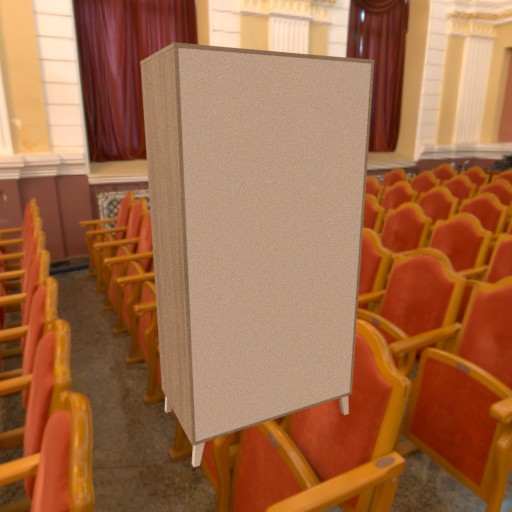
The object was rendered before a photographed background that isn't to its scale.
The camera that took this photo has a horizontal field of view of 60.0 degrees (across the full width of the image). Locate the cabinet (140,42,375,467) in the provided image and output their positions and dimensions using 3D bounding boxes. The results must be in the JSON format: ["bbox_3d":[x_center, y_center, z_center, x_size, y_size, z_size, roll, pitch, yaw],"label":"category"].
[{"bbox_3d":[0.000,0.000,2.458,1.006,1.999,0.571,-8,18,-26],"label":"cabinet"}]
